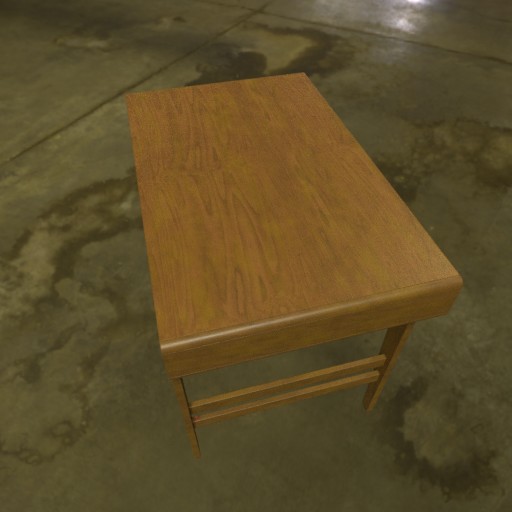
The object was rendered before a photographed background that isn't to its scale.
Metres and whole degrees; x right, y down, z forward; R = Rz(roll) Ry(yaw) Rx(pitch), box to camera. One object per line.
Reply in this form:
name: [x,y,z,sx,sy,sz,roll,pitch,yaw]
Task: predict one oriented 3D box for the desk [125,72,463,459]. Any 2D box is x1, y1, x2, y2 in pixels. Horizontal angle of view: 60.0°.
desk: [0.000,0.000,1.527,0.660,0.754,1.066,-11,48,-10]
